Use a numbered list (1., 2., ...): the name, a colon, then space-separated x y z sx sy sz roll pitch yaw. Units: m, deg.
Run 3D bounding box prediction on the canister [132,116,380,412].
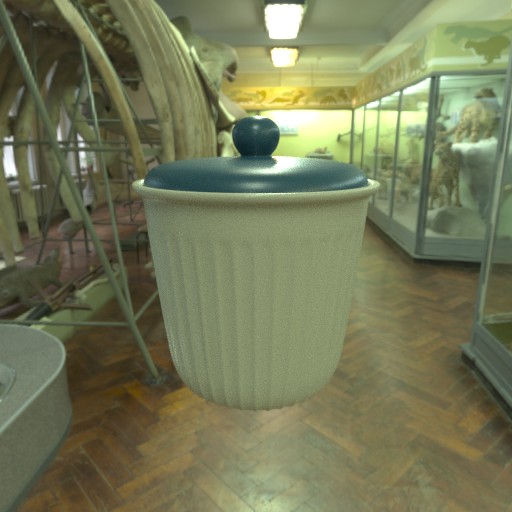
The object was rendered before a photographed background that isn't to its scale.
1. canister: 0.000 0.000 0.349 0.181 0.211 0.181 0 15 0
